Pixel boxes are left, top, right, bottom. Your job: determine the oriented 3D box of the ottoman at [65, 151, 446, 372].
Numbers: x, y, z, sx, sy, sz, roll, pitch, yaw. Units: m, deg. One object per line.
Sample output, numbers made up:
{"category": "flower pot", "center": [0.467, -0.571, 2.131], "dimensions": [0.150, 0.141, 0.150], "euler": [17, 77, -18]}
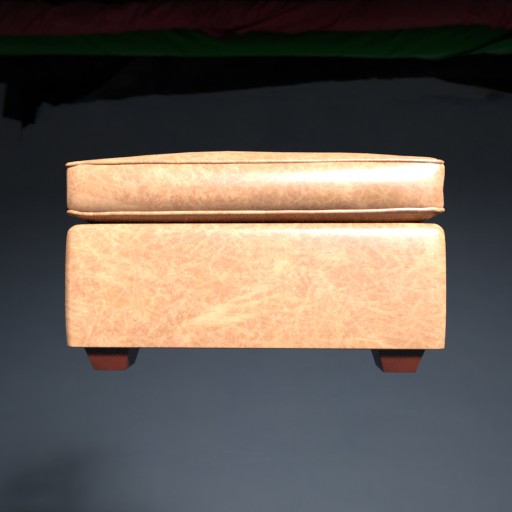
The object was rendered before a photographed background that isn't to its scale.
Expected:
{"category": "ottoman", "center": [0.000, 0.000, 1.113], "dimensions": [0.756, 0.468, 0.554], "euler": [0, -1, 2]}
